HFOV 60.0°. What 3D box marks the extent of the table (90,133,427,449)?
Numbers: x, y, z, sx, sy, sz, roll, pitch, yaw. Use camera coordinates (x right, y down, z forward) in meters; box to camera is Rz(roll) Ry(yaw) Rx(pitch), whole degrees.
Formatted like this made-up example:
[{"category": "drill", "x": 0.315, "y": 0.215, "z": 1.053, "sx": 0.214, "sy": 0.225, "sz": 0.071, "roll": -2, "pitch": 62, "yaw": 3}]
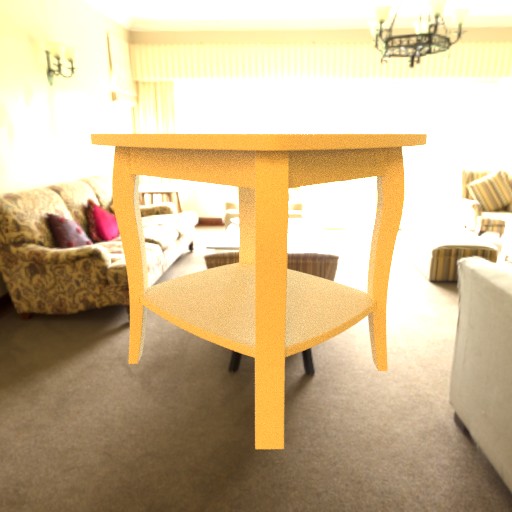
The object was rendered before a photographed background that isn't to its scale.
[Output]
[{"category": "table", "x": 0.000, "y": 0.000, "z": 0.820, "sx": 0.502, "sy": 0.438, "sz": 0.451, "roll": 15, "pitch": 21, "yaw": 42}]
